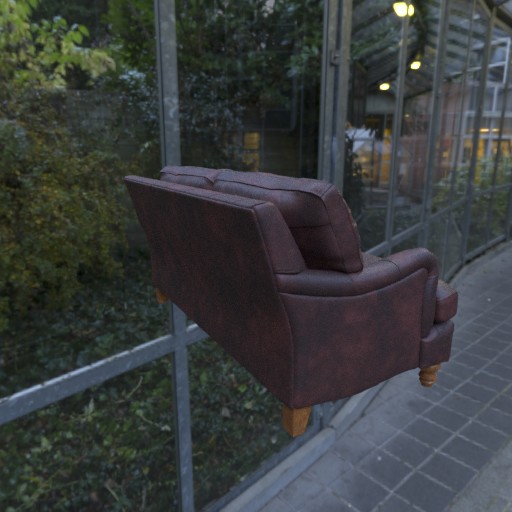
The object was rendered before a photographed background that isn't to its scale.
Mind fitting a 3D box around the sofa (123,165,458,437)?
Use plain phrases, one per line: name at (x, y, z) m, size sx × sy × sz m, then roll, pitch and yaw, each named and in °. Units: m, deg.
sofa at (0.000, 0.000, 2.773) m, size 1.147 × 1.071 × 2.144 m, roll -7°, pitch 15°, yaw -28°
